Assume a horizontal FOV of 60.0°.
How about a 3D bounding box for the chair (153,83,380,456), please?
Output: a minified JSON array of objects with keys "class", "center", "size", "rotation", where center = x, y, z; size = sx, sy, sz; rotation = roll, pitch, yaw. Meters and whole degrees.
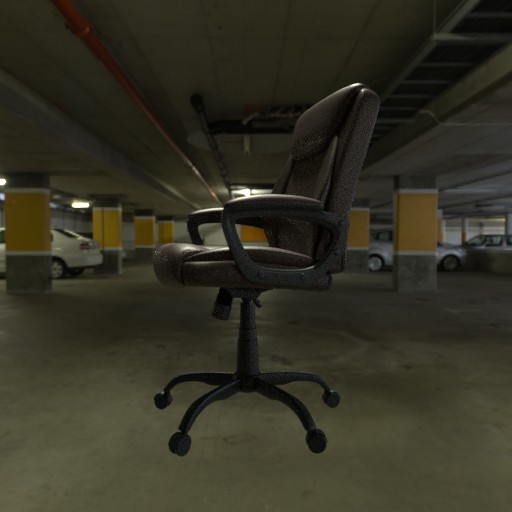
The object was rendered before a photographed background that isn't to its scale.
[{"class":"chair","center":[0.000,0.000,1.460],"size":[0.655,1.072,0.615],"rotation":[-1,2,-19]}]
